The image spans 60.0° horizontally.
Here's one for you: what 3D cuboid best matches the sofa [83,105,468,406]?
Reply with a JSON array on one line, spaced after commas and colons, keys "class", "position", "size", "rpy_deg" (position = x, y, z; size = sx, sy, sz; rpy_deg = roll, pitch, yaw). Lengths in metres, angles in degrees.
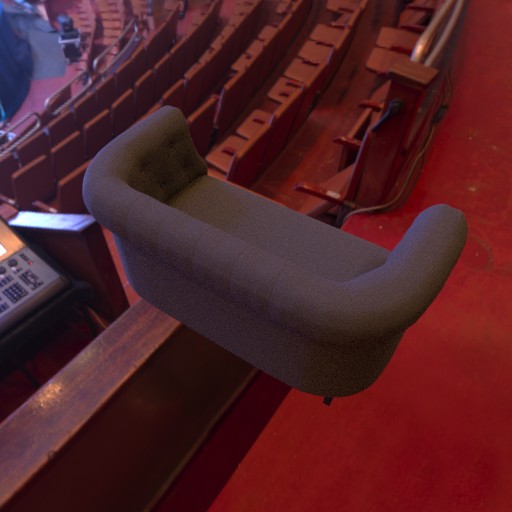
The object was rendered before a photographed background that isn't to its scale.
[{"class": "sofa", "position": [0.000, 0.000, 2.036], "size": [1.558, 0.827, 0.835], "rpy_deg": [26, 52, 22]}]
